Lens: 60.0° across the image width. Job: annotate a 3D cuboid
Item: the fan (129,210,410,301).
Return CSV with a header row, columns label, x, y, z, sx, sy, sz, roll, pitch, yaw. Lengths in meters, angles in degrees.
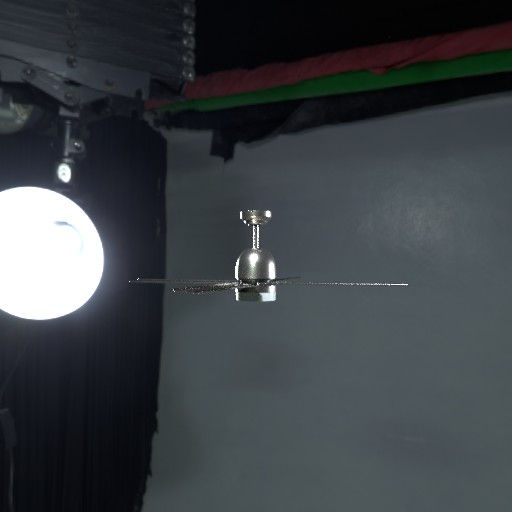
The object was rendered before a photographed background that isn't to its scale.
label,x,y,z,sx,sy,sz,roll,pitch,yaw
fan,0.000,0.000,2.055,1.346,0.406,1.346,0,-1,19
